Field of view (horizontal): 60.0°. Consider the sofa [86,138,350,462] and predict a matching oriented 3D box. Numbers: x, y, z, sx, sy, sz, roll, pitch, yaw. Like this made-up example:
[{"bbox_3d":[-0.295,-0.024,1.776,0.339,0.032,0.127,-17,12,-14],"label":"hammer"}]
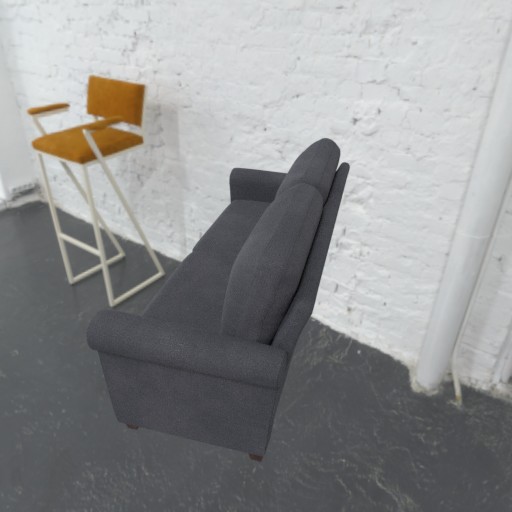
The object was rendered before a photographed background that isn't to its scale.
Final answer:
[{"bbox_3d":[0.000,0.000,2.464,0.842,0.942,1.935,8,31,13],"label":"sofa"}]
